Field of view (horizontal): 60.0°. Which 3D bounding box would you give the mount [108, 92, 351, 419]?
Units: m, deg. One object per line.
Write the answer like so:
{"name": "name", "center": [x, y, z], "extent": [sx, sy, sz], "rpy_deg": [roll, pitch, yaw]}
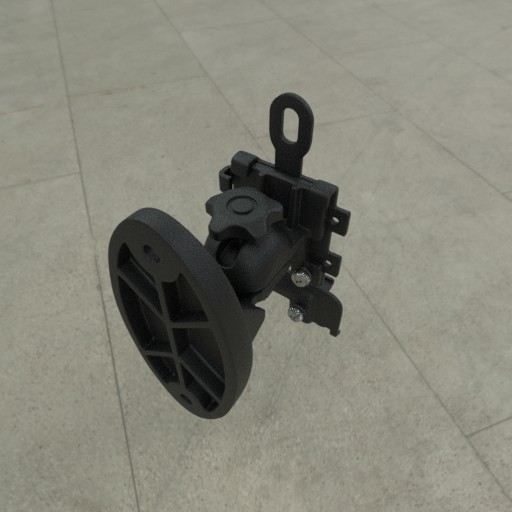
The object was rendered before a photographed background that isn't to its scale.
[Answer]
{"name": "mount", "center": [0.000, 0.000, 0.178], "extent": [0.066, 0.118, 0.100], "rpy_deg": [26, 51, 23]}
